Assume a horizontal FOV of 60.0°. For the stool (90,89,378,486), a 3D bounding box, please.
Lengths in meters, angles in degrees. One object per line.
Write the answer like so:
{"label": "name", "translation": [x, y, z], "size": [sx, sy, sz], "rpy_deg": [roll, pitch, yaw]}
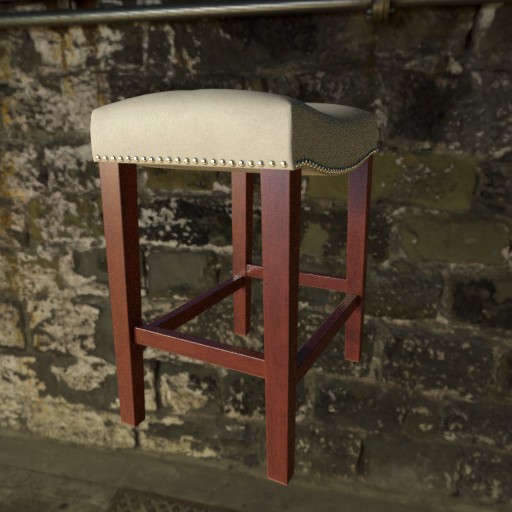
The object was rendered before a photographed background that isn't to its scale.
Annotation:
{"label": "stool", "translation": [0.000, 0.000, 0.940], "size": [0.375, 0.632, 0.509], "rpy_deg": [8, 18, 26]}
